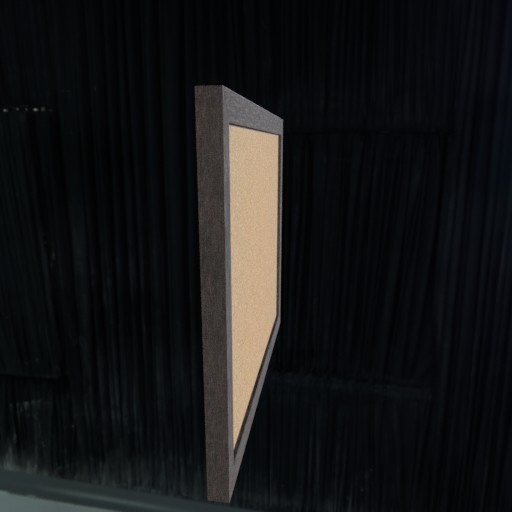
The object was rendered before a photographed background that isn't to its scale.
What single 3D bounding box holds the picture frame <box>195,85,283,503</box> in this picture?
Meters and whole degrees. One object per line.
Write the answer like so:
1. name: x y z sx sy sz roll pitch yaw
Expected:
1. picture frame: 0.000 0.000 0.722 0.026 0.455 0.546 2 14 9
